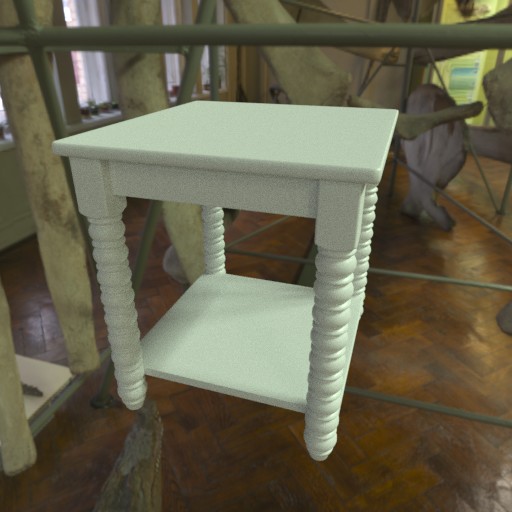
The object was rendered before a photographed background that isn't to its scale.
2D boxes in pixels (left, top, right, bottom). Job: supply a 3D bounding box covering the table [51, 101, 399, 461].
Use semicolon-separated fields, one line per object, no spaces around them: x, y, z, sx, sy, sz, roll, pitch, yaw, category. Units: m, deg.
0.000;0.000;0.963;0.500;0.563;0.533;8;27;16;table
